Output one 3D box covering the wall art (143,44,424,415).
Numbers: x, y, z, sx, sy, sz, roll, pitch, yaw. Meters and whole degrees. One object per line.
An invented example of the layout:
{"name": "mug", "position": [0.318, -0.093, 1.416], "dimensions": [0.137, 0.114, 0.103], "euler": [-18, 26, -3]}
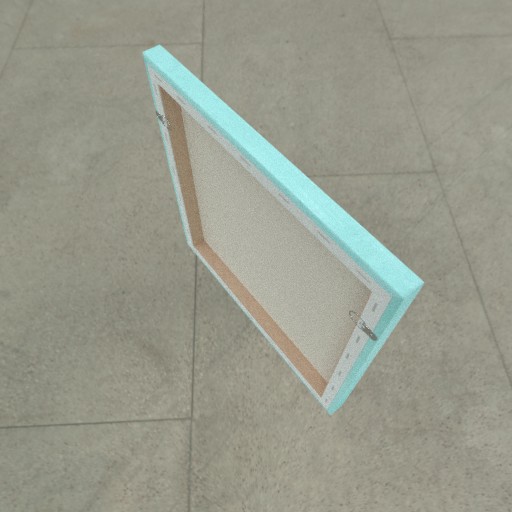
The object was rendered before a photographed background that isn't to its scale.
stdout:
{"name": "wall art", "position": [0.000, 0.000, 1.144], "dimensions": [0.054, 0.766, 0.765], "euler": [-34, 64, -19]}
